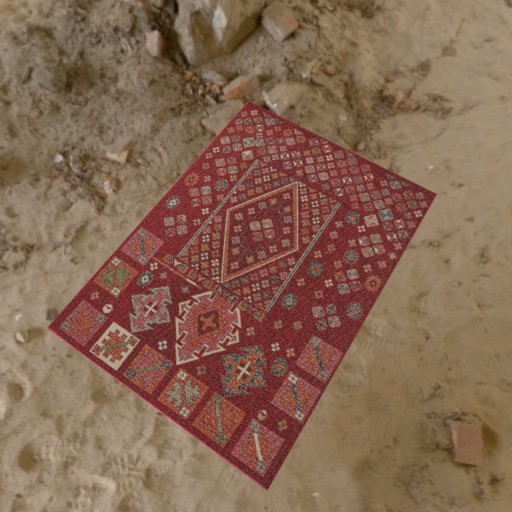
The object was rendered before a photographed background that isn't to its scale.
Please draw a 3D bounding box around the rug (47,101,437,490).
[{"bbox_3d":[0.000,0.000,4.345,2.389,0.011,3.306,31,68,14],"label":"rug"}]
